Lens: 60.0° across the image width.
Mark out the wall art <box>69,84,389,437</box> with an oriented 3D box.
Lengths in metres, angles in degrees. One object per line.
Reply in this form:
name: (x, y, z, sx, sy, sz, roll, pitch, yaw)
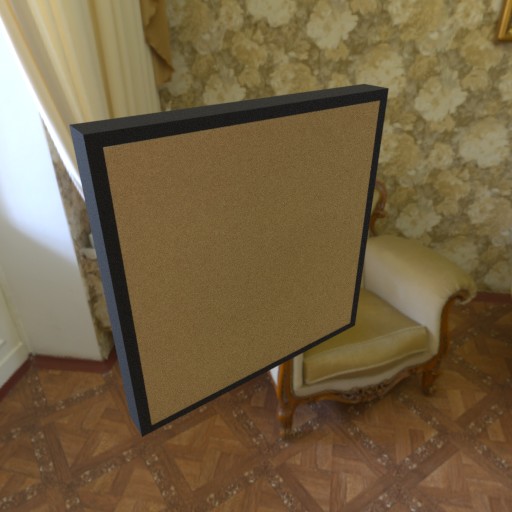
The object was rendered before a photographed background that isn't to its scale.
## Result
wall art: (0.000, 0.000, 0.458, 0.305, 0.304, 0.033, -20, 35, -30)
